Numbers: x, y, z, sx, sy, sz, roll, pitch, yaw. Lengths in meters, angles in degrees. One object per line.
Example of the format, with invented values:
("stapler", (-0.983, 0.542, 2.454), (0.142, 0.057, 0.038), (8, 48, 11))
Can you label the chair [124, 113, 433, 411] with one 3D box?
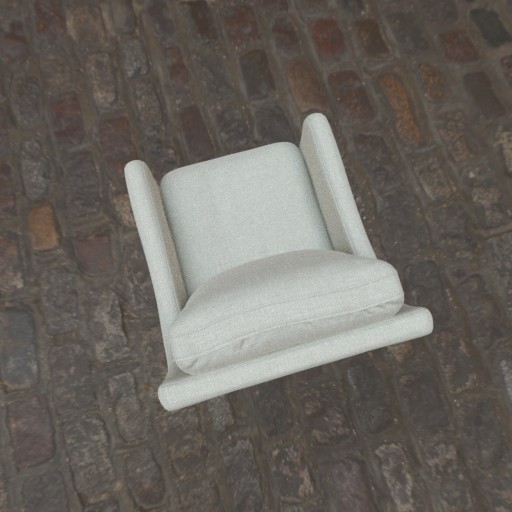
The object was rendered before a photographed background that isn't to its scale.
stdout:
("chair", (0.000, 0.000, 1.359), (0.626, 0.914, 0.694), (-16, 77, -4))
